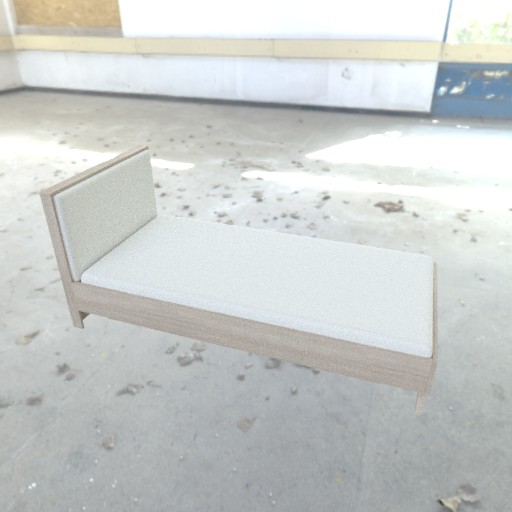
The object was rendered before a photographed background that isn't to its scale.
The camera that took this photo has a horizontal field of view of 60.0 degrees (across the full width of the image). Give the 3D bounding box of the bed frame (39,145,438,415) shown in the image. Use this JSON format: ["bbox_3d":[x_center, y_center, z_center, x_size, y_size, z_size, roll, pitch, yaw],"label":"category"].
[{"bbox_3d":[0.000,0.000,2.722,2.140,0.920,0.990,10,31,17],"label":"bed frame"}]
